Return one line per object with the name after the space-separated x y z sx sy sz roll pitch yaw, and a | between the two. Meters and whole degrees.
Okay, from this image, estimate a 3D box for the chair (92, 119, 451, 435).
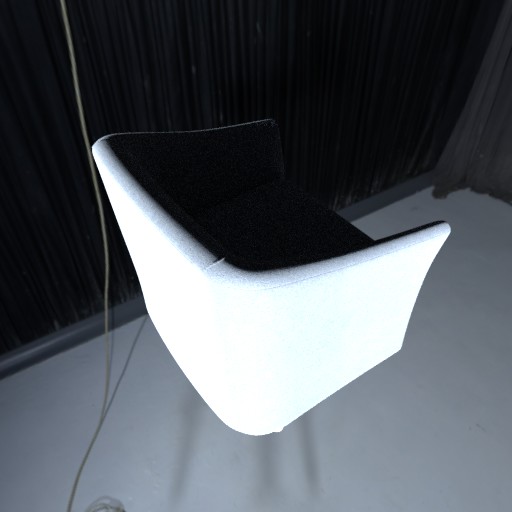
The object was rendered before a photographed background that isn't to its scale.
0.000 0.000 1.370 0.700 0.720 0.790 -25 47 -25 | chair
